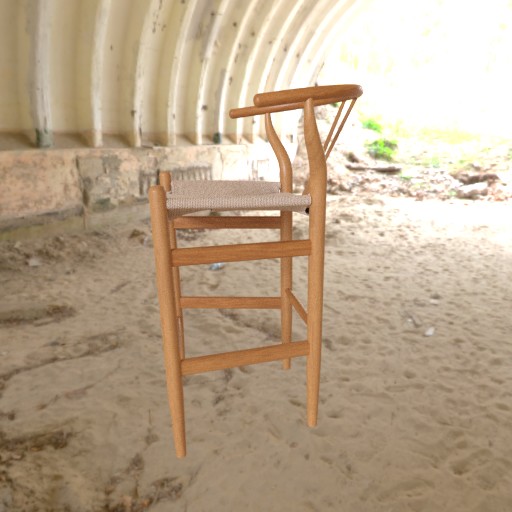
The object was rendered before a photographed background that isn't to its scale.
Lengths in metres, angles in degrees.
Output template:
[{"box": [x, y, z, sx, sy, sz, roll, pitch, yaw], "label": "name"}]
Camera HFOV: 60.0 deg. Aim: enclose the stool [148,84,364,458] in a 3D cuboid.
[{"box": [0.000, 0.000, 1.354, 0.579, 0.970, 0.569, -2, 15, -9], "label": "stool"}]
